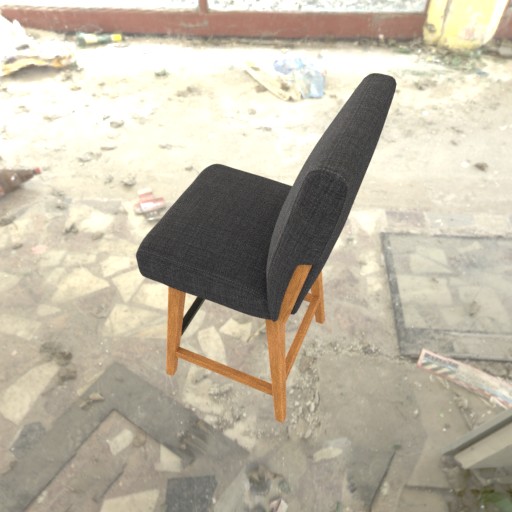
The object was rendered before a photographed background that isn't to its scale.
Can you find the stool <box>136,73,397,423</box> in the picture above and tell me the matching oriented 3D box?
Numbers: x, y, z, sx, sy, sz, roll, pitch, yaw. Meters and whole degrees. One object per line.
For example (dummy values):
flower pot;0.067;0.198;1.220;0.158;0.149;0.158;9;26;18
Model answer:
stool;0.000;0.000;1.299;0.526;1.010;0.459;18;50;16
